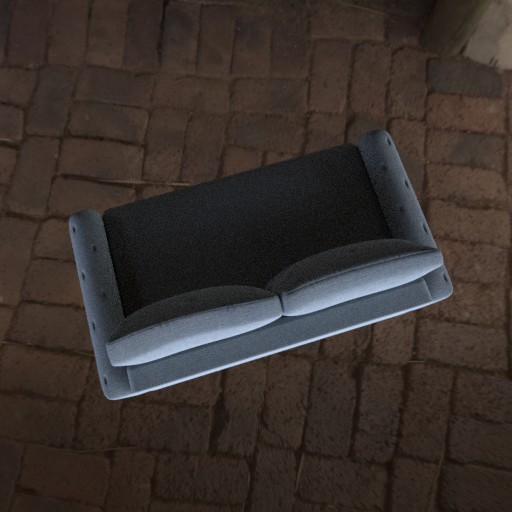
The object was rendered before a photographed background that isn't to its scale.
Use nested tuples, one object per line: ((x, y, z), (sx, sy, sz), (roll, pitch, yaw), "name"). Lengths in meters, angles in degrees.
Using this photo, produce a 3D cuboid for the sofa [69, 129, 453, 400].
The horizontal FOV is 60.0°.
((0.000, 0.000, 2.147), (1.650, 0.790, 0.920), (-16, 76, -4), "sofa")
